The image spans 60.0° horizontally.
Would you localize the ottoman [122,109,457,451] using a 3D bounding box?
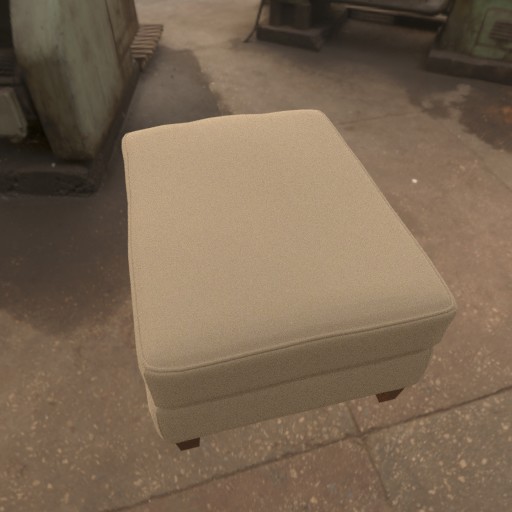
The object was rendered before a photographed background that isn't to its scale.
[{"bbox_3d":[0.000,0.000,1.195,0.634,0.485,0.818,-10,47,-10],"label":"ottoman"}]
